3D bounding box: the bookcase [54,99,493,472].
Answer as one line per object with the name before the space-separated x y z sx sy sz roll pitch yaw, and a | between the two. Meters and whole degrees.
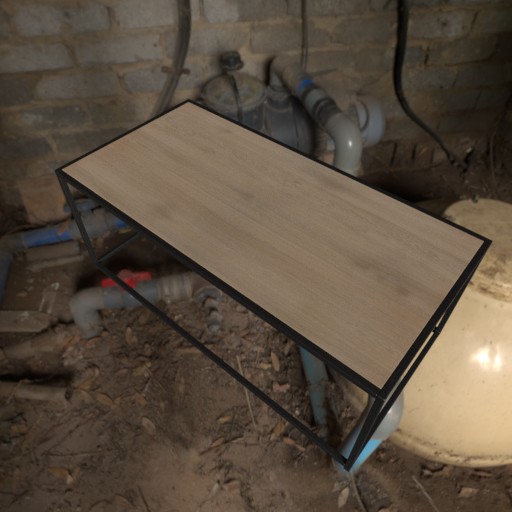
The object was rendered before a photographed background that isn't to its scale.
bookcase | 0.000 0.000 1.250 1.000 0.400 0.500 32 55 26
